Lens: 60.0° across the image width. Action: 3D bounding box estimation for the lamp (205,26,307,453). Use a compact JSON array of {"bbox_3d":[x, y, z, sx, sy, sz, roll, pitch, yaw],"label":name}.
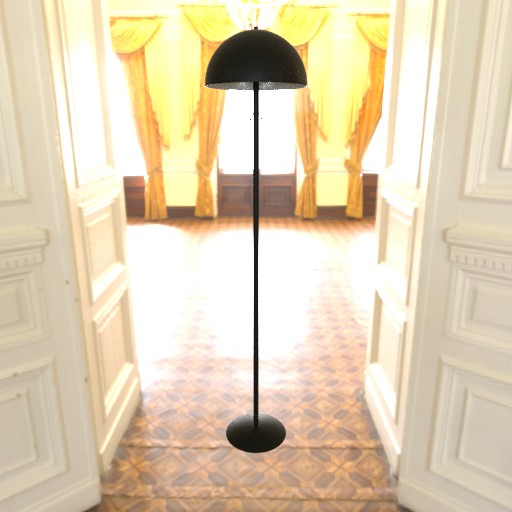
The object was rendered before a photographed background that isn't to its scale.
[{"bbox_3d":[0.000,0.000,1.582,0.328,1.480,0.328,-16,22,-43],"label":"lamp"}]
